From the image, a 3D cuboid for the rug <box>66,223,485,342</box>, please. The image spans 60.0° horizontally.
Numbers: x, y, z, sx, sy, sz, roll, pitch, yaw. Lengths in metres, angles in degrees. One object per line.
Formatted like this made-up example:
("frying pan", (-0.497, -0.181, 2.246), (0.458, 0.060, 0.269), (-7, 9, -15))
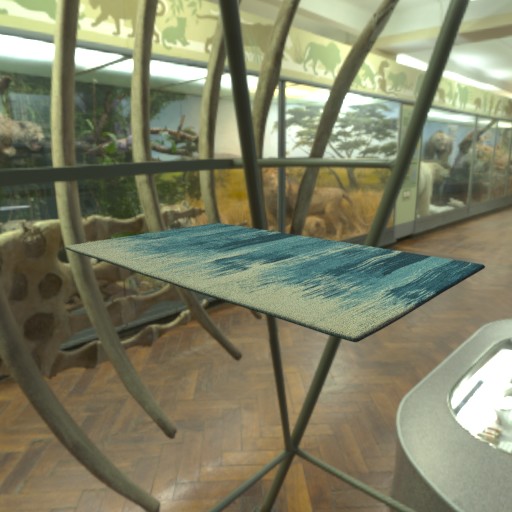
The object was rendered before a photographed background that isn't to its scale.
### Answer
("rug", (0.000, 0.000, 2.992), (2.450, 0.027, 1.540), (12, 18, 42))
